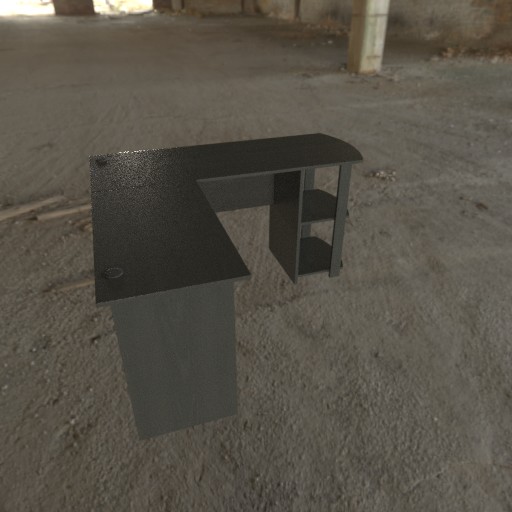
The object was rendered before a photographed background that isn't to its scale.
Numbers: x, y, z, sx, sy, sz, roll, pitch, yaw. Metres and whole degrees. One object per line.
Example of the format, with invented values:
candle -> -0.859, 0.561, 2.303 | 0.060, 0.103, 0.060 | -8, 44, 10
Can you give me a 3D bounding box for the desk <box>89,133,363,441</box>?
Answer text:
desk -> 0.000, 0.000, 2.109 | 1.361, 0.716, 1.303 | -10, 33, -16
